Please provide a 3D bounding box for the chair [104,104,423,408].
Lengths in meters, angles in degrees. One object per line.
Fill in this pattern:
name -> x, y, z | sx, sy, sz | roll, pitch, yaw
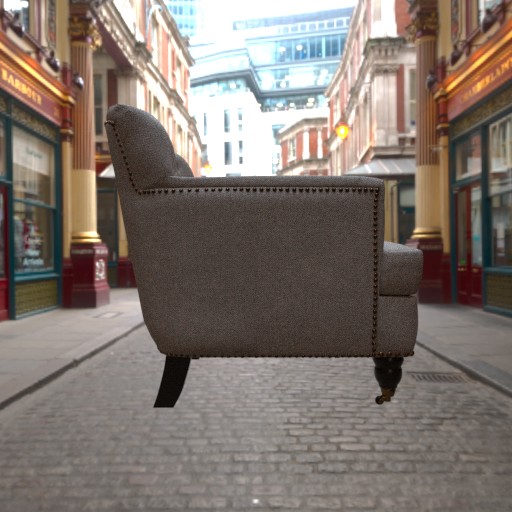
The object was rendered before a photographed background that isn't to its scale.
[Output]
chair -> 0.000, 0.000, 1.507 | 0.902, 0.823, 0.737 | 0, 0, -1
